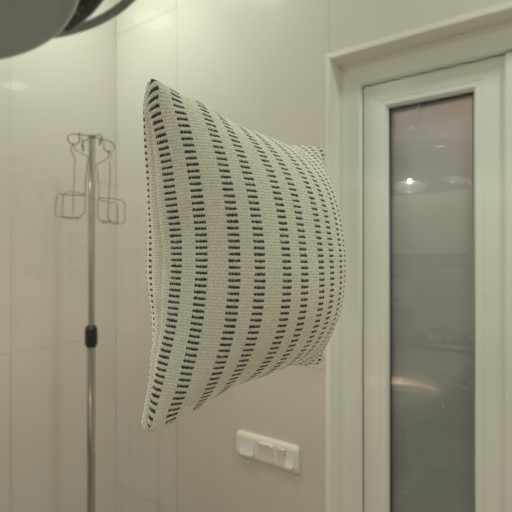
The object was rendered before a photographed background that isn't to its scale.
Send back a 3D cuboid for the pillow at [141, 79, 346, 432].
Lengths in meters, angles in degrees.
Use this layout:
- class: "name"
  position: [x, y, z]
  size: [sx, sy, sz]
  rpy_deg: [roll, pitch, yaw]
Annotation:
- class: "pillow"
  position: [0.000, 0.000, 0.694]
  size: [0.247, 0.419, 0.438]
  rpy_deg: [0, 0, 36]
